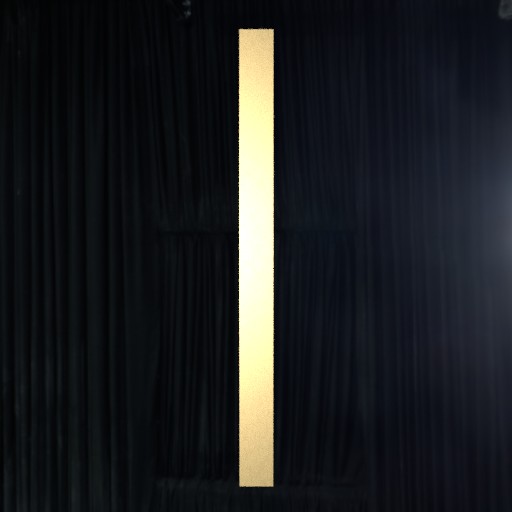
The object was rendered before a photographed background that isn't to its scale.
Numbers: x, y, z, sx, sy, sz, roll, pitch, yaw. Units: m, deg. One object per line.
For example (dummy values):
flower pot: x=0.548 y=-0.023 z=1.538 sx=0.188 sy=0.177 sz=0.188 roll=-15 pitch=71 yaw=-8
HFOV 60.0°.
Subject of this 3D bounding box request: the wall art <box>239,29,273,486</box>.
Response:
wall art: x=0.000 y=0.000 z=1.887 sx=0.095 sy=1.284 sz=1.284 roll=0 pitch=1 yaw=0
